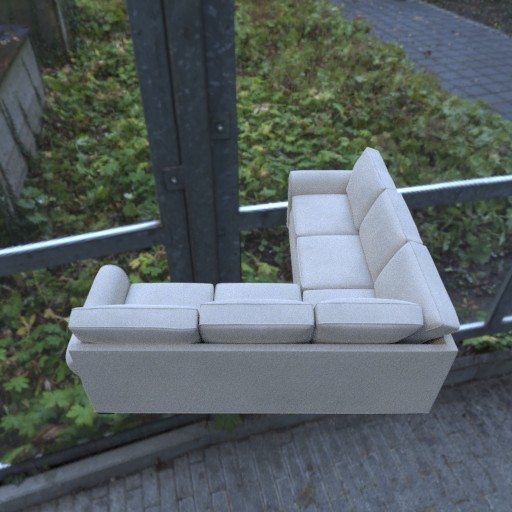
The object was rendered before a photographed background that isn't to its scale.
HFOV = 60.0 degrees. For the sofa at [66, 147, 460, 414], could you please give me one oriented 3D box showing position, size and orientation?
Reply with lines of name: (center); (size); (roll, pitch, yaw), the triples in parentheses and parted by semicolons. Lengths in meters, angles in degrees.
sofa: (0.000, 0.000, 3.903); (2.569, 1.054, 2.487); (0, 41, 0)
